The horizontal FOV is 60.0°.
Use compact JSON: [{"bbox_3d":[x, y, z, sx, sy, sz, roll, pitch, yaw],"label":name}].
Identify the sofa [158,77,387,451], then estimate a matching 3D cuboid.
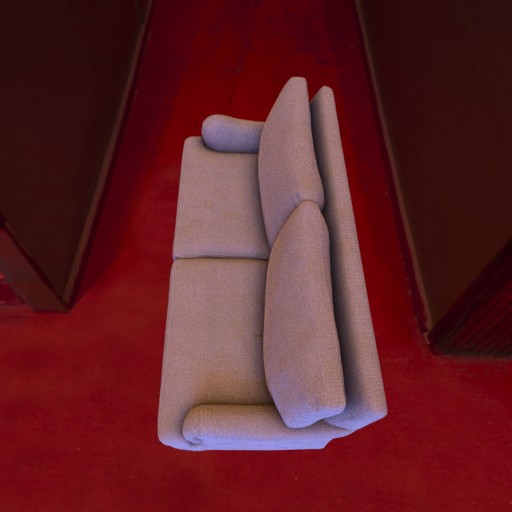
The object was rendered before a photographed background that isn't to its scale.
[{"bbox_3d":[0.000,0.000,2.767,1.069,1.096,2.193,-1,58,-1],"label":"sofa"}]
